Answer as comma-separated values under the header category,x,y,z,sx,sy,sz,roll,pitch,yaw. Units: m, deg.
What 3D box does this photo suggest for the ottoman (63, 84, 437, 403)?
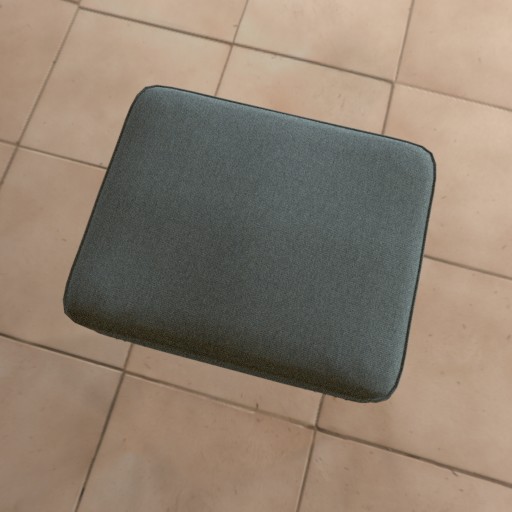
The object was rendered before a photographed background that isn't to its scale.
category,x,y,z,sx,sy,sz,roll,pitch,yaw
ottoman,0.000,0.000,1.140,0.738,0.537,0.589,14,77,3
